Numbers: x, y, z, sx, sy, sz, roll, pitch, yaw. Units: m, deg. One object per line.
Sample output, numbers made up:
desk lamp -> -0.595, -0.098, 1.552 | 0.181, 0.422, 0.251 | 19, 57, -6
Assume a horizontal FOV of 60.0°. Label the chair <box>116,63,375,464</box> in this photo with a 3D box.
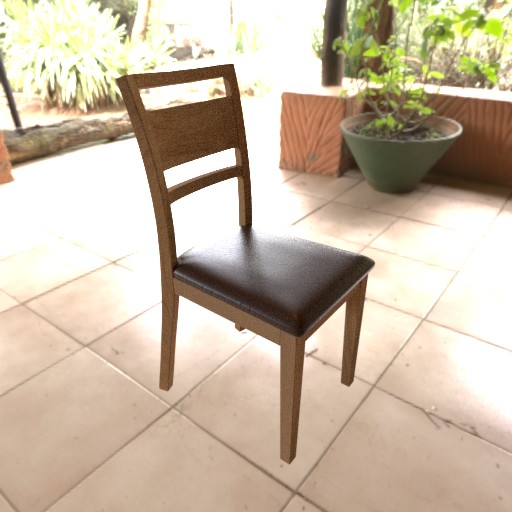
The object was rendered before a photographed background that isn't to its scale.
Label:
chair -> 0.000, 0.000, 1.231 | 0.545, 0.940, 0.420 | 19, 34, 32
